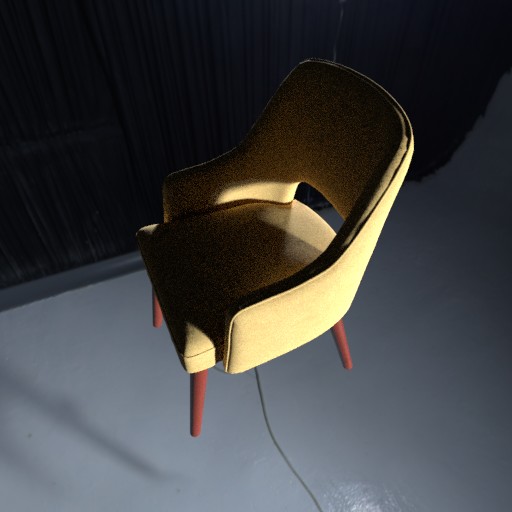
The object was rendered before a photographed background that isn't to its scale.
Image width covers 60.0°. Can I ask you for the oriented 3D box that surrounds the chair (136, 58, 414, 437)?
[{"bbox_3d":[0.000,0.000,1.199,0.605,0.849,0.548,-18,49,-16],"label":"chair"}]
